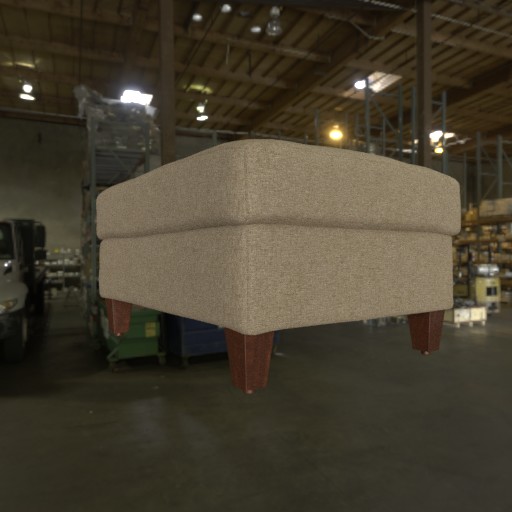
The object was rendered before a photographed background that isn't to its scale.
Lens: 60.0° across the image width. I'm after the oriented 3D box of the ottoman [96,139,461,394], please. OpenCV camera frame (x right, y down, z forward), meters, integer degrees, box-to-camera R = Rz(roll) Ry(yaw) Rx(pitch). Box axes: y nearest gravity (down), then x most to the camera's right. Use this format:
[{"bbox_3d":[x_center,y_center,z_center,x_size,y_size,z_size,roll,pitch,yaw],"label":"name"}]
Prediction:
[{"bbox_3d":[0.000,0.000,1.289,0.692,0.511,0.889,0,0,-36],"label":"ottoman"}]
